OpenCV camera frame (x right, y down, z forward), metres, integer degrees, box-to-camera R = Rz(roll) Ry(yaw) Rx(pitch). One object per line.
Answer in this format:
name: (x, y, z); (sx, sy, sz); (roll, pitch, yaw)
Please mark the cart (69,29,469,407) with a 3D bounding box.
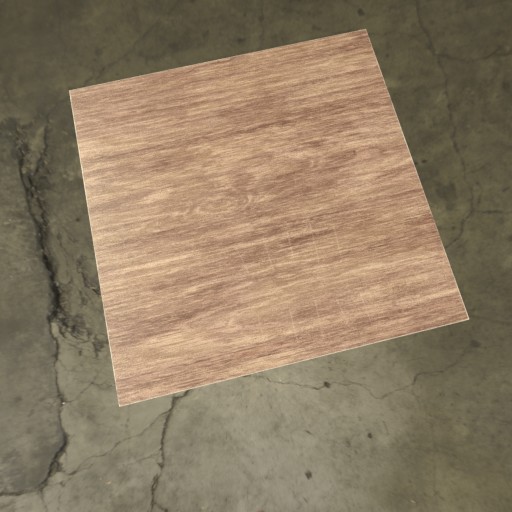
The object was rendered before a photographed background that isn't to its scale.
cart: (0.000, 0.000, 1.068); (0.521, 0.762, 0.520); (-13, 76, -3)
